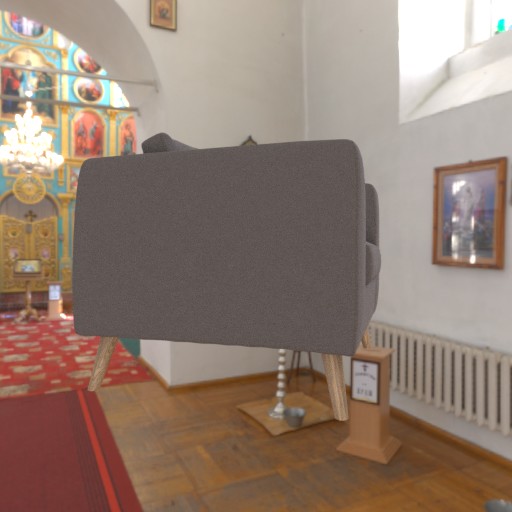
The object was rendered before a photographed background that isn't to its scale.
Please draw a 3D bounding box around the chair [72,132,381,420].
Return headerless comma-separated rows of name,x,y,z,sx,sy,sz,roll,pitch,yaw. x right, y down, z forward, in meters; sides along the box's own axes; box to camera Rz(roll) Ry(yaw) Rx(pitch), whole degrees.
chair,0.000,0.000,1.744,0.930,0.860,1.000,0,0,18
